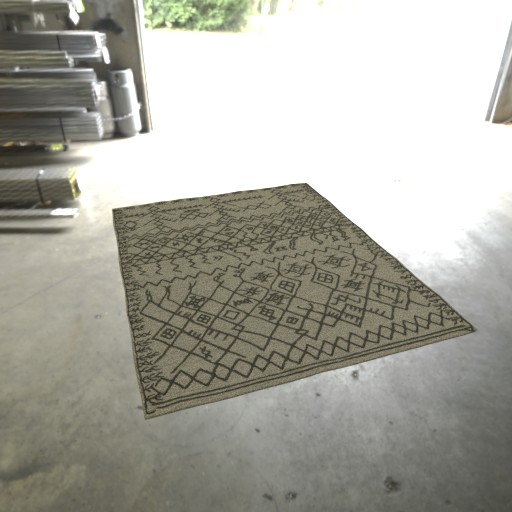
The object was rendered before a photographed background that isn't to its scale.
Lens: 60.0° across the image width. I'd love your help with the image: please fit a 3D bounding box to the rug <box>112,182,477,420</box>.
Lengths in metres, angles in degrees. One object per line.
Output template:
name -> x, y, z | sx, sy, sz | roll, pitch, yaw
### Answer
rug -> 0.000, 0.000, 3.334 | 1.964, 0.025, 2.455 | -10, 33, -16
